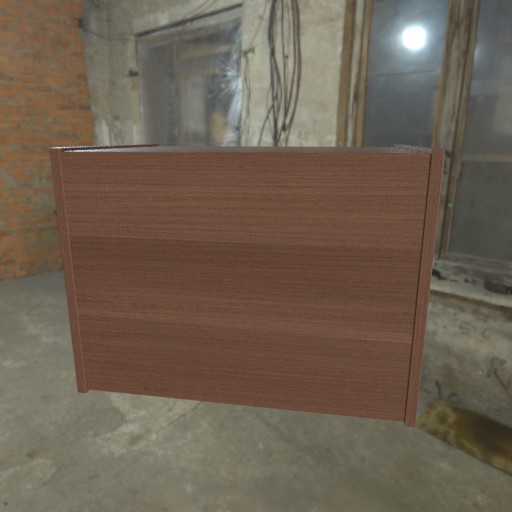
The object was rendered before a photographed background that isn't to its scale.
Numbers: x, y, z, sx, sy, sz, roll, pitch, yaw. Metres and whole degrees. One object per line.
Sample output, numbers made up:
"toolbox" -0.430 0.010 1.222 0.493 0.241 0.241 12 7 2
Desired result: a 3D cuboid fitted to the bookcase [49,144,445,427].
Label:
"bookcase" 0.000 0.000 0.633 0.415 0.305 0.290 3 15 10
